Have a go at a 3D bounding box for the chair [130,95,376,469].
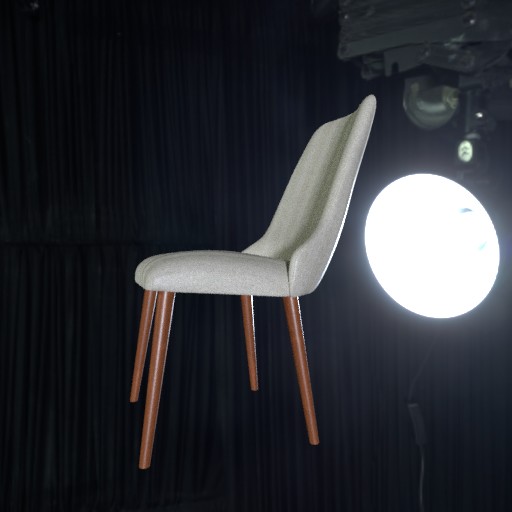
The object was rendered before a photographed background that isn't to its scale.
[{"bbox_3d":[0.000,0.000,1.290,0.684,0.917,0.526,0,-1,-18],"label":"chair"}]
